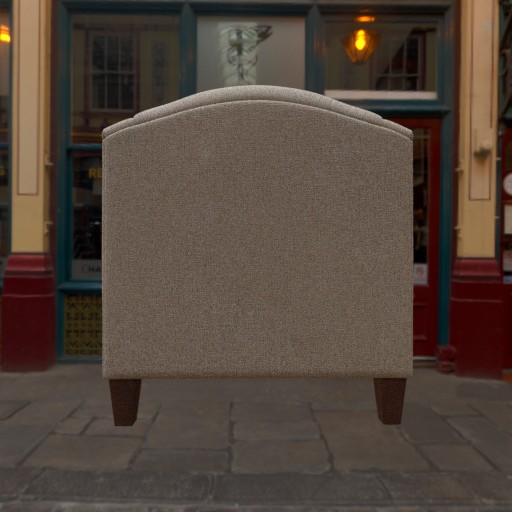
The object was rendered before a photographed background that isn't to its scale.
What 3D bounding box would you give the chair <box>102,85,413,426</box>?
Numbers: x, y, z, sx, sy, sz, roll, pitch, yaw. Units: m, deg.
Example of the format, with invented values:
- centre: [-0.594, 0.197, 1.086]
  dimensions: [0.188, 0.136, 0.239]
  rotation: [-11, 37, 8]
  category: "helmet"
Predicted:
- centre: [0.000, 0.000, 1.442]
  dimensions: [0.763, 0.839, 0.787]
  rotation: [0, -1, -1]
  category: "chair"
